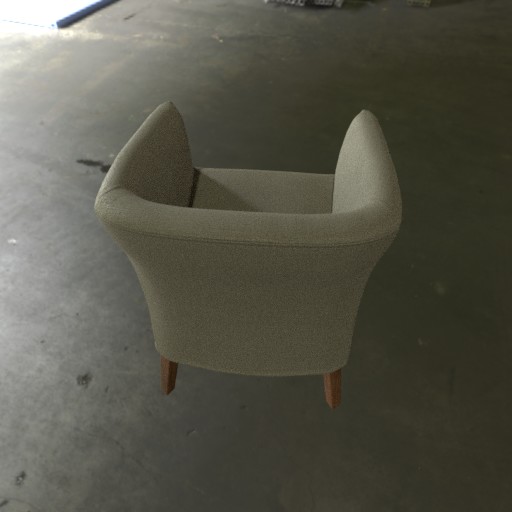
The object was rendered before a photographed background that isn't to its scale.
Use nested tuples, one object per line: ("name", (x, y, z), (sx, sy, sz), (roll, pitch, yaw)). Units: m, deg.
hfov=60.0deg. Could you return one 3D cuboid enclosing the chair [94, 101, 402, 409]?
("chair", (0.000, 0.000, 1.204), (0.600, 0.771, 0.668), (4, 46, 4))
